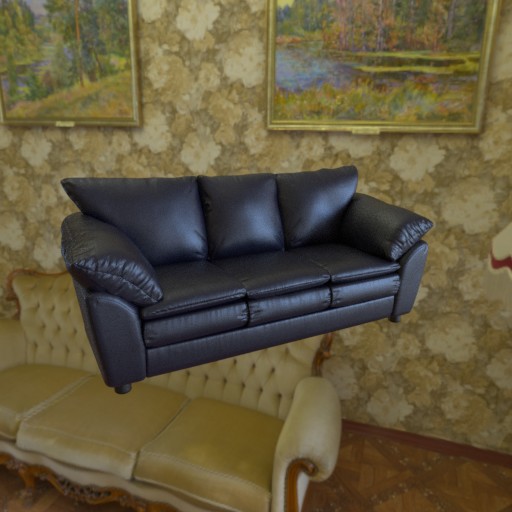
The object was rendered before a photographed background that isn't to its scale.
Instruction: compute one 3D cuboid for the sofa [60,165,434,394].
[{"bbox_3d":[0.000,0.000,2.901,2.336,1.073,0.880,-8,17,-27],"label":"sofa"}]
